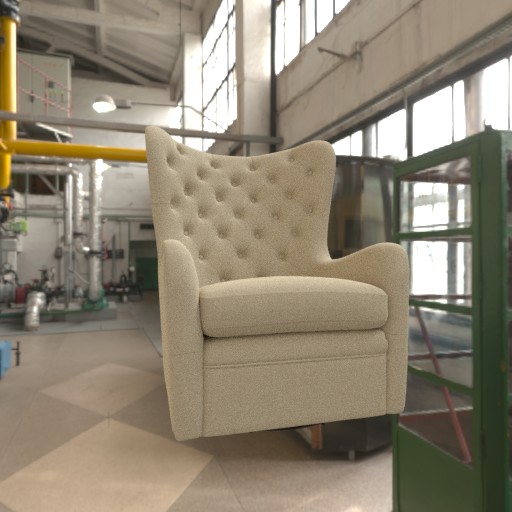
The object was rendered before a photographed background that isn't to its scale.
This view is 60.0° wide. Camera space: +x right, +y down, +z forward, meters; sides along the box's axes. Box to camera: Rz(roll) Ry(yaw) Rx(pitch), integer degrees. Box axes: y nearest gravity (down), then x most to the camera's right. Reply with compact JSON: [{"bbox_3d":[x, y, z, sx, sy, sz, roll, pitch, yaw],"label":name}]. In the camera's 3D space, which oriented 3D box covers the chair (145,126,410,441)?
[{"bbox_3d":[0.000,0.000,1.750,0.831,1.079,0.929,0,1,-17],"label":"chair"}]
